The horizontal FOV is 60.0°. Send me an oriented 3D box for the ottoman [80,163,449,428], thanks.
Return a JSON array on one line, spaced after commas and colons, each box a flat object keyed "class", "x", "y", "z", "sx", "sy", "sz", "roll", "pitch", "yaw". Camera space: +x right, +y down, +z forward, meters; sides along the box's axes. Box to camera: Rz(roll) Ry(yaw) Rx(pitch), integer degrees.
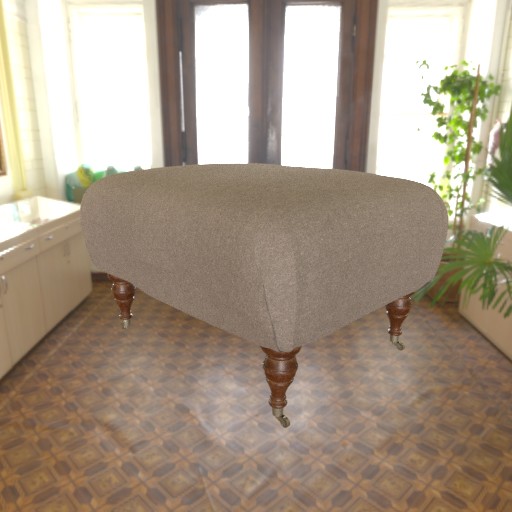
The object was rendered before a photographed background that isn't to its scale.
[{"class": "ottoman", "x": 0.000, "y": 0.000, "z": 1.126, "sx": 0.622, "sy": 0.450, "sz": 0.747, "roll": -15, "pitch": 21, "yaw": -43}]
